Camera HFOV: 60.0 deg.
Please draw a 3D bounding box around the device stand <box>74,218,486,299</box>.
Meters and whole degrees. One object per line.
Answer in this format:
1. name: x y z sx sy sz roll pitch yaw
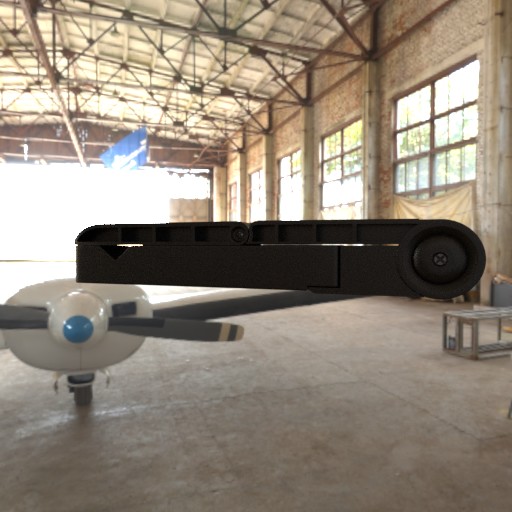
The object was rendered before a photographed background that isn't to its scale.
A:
1. device stand: 0.000 0.000 0.196 0.179 0.030 0.026 0 1 19
